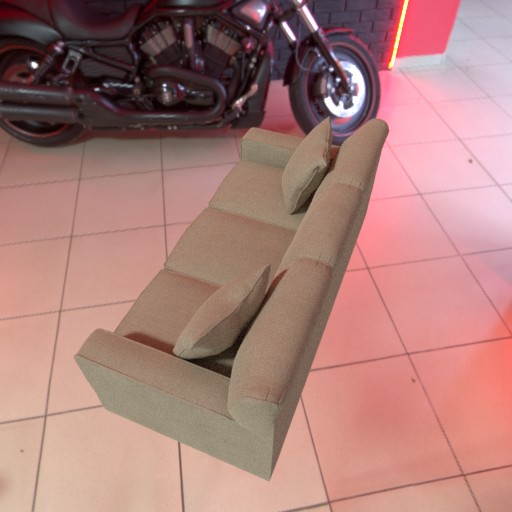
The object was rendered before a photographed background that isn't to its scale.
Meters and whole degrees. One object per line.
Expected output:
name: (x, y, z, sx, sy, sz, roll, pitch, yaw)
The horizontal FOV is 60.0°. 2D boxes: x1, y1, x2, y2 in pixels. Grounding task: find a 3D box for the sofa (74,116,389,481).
sofa: (0.000, 0.000, 2.557, 0.997, 0.958, 2.024, 17, 50, 15)
